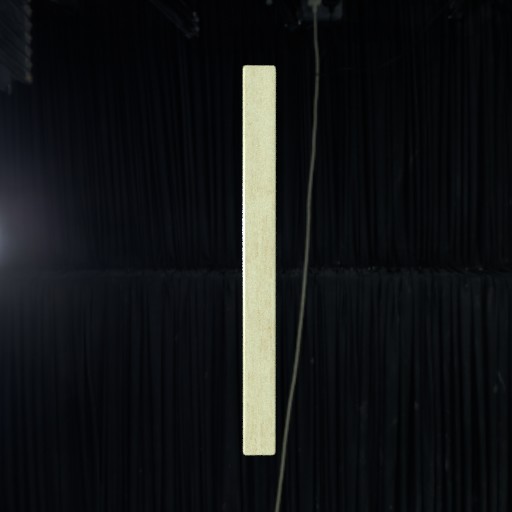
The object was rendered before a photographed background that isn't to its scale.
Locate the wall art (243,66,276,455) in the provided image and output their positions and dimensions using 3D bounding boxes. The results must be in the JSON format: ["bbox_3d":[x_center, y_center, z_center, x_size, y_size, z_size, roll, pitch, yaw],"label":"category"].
[{"bbox_3d":[0.000,0.000,0.700,0.032,0.381,0.533,0,1,-1],"label":"wall art"}]
